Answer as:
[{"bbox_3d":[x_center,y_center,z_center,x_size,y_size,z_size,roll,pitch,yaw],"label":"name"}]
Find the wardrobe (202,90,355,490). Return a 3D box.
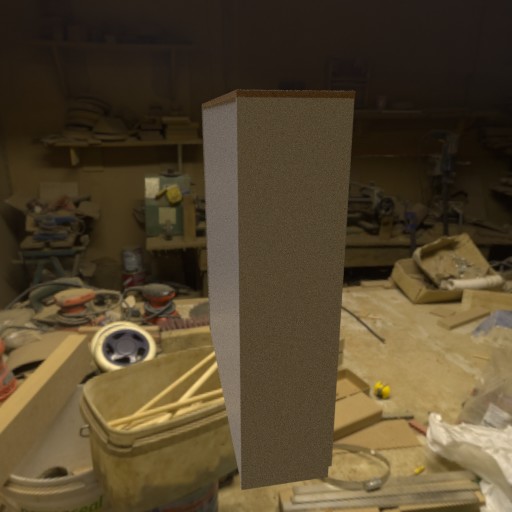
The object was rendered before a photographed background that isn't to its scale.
[{"bbox_3d":[0.000,0.000,3.399,0.590,2.260,2.160,-3,18,-10],"label":"wardrobe"}]
